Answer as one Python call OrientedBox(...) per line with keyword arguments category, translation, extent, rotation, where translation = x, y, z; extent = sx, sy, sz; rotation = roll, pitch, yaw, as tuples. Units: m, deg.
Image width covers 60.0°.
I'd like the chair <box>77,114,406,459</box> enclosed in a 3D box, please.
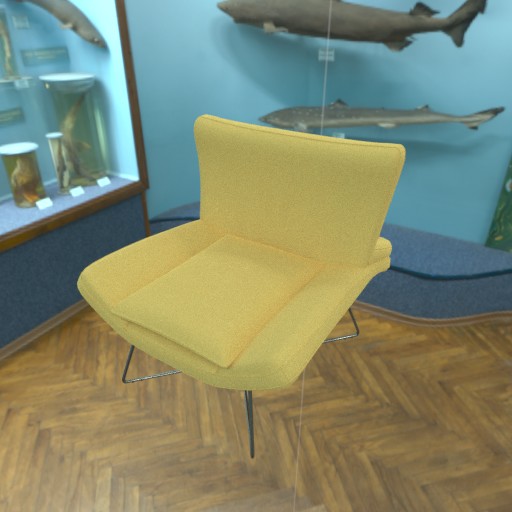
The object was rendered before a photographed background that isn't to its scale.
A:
OrientedBox(category="chair", translation=(0.000, 0.000, 1.660), extent=(0.859, 0.855, 1.008), rotation=(18, 34, 29))
